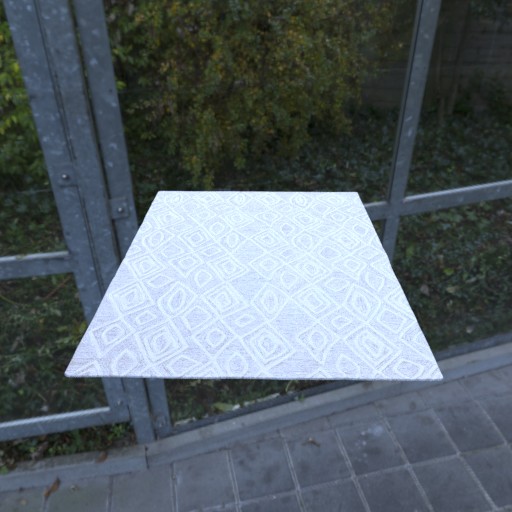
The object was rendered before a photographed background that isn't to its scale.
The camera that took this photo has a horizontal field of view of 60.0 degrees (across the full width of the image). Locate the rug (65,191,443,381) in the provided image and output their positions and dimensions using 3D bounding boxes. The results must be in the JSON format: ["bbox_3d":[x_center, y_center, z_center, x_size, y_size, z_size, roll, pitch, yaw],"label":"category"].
[{"bbox_3d":[0.000,0.000,4.139,2.449,0.025,3.049,0,31,1],"label":"rug"}]
